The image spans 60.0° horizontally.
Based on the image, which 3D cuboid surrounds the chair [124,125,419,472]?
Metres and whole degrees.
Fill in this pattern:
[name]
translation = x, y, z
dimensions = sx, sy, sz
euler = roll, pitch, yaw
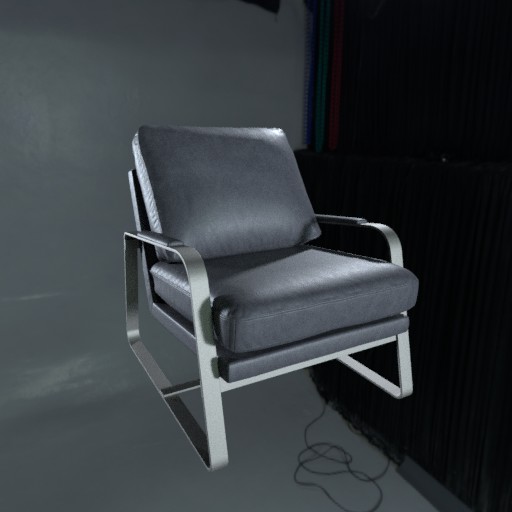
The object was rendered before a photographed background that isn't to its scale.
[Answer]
[chair]
translation = 0.000, 0.000, 1.467
dimensions = 0.692, 0.839, 0.878
euler = -8, 17, -28
